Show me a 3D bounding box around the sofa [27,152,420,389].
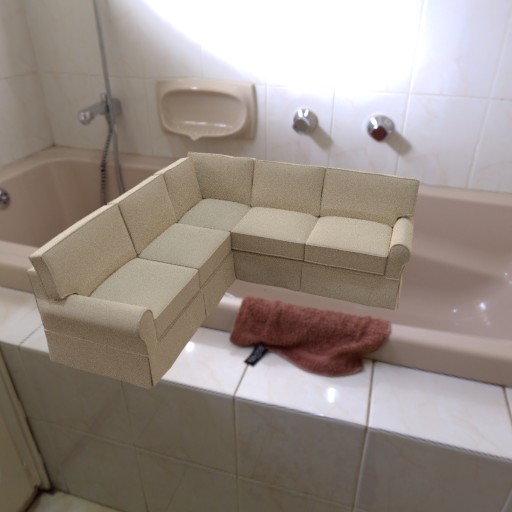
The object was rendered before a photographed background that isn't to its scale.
[{"bbox_3d":[0.000,0.000,3.941,2.597,1.070,2.591,10,31,17],"label":"sofa"}]
